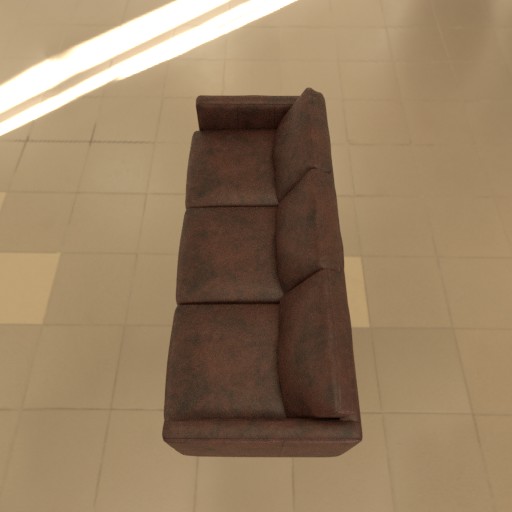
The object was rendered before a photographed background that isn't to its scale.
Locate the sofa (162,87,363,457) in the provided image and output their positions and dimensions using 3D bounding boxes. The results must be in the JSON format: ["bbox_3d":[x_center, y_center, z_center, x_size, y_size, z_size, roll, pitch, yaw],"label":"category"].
[{"bbox_3d":[0.000,0.000,3.010,1.045,1.006,2.464,0,60,0],"label":"sofa"}]
